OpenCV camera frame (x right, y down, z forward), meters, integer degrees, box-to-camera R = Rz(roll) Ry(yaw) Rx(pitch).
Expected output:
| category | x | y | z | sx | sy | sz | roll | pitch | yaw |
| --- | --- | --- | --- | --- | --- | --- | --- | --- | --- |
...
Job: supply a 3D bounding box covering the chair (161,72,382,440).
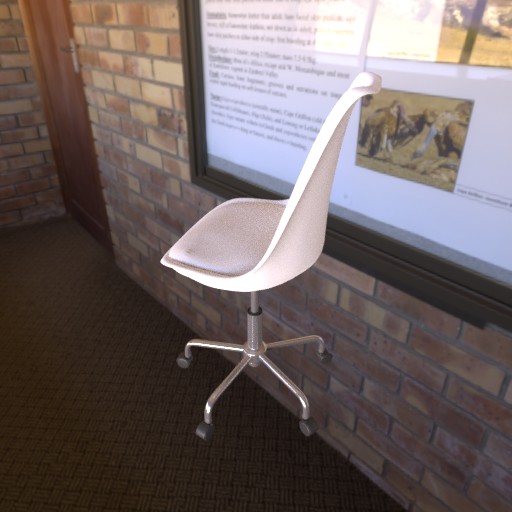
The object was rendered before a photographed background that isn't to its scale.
| category | x | y | z | sx | sy | sz | roll | pitch | yaw |
| --- | --- | --- | --- | --- | --- | --- | --- | --- | --- |
| chair | 0.000 | 0.000 | 1.220 | 0.550 | 0.930 | 0.550 | 8 | 30 | 15 |
